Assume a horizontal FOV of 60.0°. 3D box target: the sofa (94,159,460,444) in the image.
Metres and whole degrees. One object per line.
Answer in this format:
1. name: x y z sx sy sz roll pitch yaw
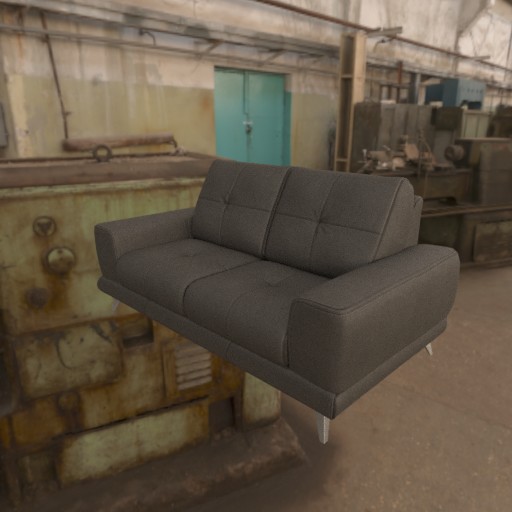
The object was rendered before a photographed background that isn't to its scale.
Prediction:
1. sofa: 0.000 0.000 2.380 1.806 0.907 1.018 17 24 42
